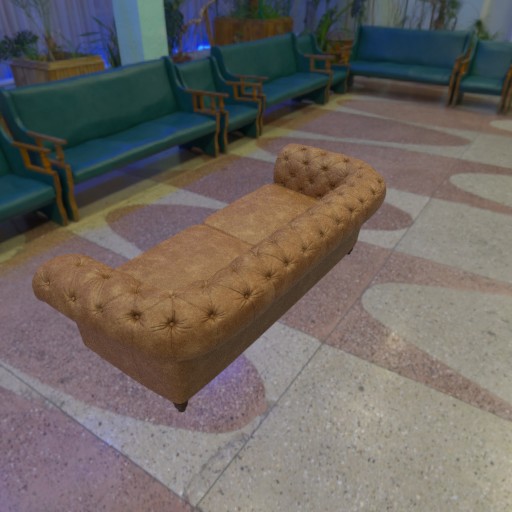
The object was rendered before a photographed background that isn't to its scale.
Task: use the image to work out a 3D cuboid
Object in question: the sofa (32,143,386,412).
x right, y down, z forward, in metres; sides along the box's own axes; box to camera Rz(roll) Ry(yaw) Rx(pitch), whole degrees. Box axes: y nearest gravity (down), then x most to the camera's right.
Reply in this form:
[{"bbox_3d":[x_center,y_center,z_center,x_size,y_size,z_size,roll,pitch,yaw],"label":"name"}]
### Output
[{"bbox_3d":[0.000,0.000,2.823,0.989,0.760,2.365,22,39,30],"label":"sofa"}]
